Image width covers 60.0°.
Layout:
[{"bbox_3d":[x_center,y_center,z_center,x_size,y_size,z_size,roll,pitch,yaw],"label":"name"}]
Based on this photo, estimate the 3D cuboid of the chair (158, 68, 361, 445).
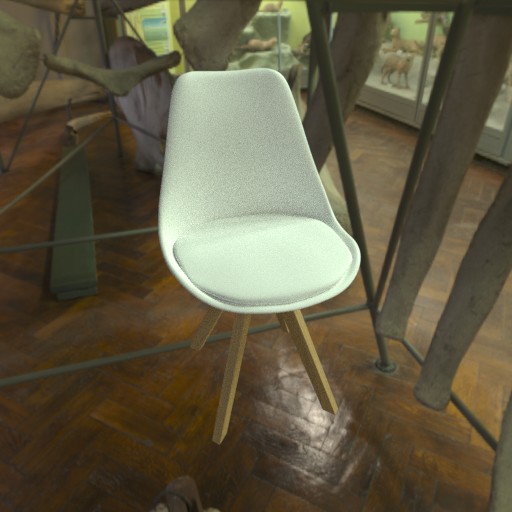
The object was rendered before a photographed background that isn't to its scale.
[{"bbox_3d":[0.000,0.000,1.177,0.485,0.849,0.550,-9,32,-14],"label":"chair"}]
